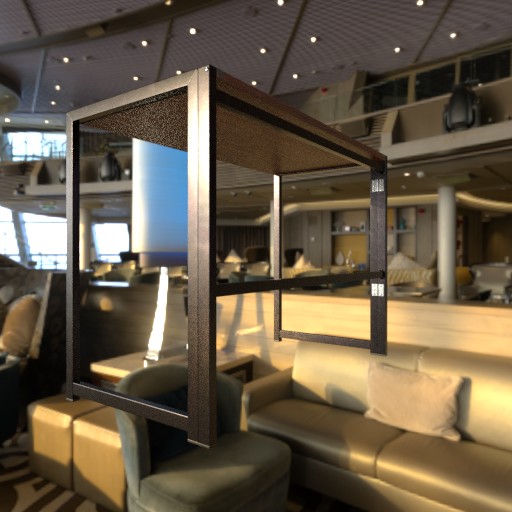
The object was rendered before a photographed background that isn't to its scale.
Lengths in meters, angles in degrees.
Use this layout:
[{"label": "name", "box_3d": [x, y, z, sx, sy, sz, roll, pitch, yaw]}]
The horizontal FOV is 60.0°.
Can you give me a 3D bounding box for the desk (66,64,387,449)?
[{"label": "desk", "box_3d": [0.000, 0.000, 1.434, 0.508, 0.762, 1.016, 0, 0, 36]}]
